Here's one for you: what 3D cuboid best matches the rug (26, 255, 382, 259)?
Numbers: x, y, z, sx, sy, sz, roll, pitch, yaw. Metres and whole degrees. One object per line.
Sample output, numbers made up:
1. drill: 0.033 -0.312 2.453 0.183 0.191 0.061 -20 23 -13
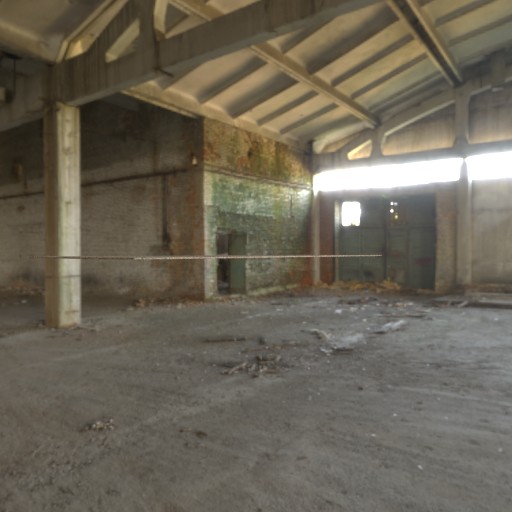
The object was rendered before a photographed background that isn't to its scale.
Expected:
1. rug: 0.000 0.000 2.701 0.706 0.009 2.443 0 0 35
